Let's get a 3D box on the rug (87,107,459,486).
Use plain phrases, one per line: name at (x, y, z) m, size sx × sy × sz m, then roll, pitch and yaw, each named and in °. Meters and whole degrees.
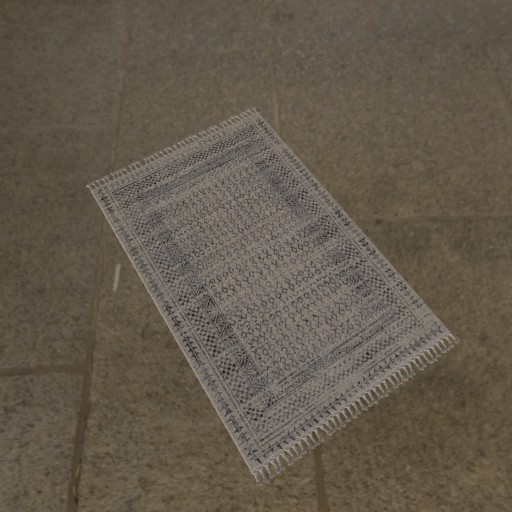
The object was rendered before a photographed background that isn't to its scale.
rug at (0.000, 0.000, 3.131) m, size 1.548 × 0.013 × 2.486 m, roll -30°, pitch 66°, yaw -14°
